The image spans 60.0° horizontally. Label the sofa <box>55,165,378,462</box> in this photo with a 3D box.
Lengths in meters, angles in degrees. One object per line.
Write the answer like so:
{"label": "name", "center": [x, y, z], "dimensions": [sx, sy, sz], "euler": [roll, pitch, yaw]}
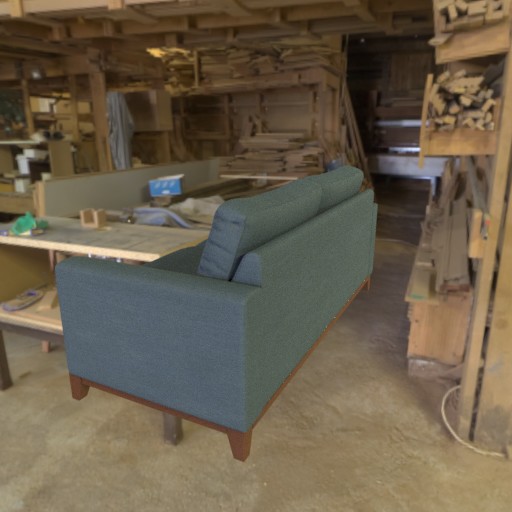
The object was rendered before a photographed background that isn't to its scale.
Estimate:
{"label": "sofa", "center": [0.000, 0.000, 2.390], "dimensions": [0.877, 0.865, 1.900], "euler": [8, 19, 25]}
